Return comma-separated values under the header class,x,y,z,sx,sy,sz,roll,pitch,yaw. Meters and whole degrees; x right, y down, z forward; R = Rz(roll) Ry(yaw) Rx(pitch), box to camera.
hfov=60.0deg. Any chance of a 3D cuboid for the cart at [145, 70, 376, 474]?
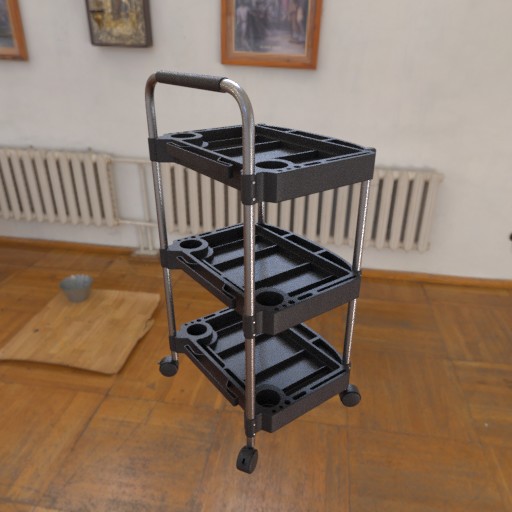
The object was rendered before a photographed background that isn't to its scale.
class,x,y,z,sx,sy,sz,roll,pitch,yaw
cart,0.000,0.000,1.389,0.518,1.075,0.584,-18,31,-32
